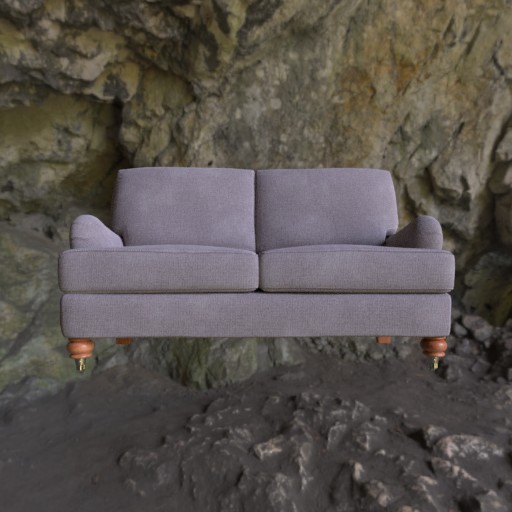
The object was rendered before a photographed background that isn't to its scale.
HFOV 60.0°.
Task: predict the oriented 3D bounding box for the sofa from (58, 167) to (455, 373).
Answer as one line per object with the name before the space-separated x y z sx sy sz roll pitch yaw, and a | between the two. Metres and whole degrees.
sofa | 0.000 0.000 2.500 1.853 1.101 1.084 0 0 -1
